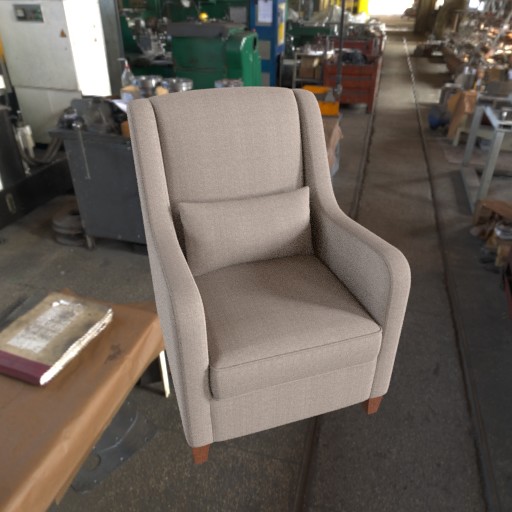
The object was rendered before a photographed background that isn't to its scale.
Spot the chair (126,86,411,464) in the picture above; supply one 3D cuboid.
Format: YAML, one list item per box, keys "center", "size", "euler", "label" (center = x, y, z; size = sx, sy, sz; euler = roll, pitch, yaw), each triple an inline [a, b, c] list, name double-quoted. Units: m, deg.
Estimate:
- center: [0.000, 0.000, 1.593]
  size: [0.715, 1.017, 0.890]
  euler: [-10, 32, -16]
  label: "chair"
